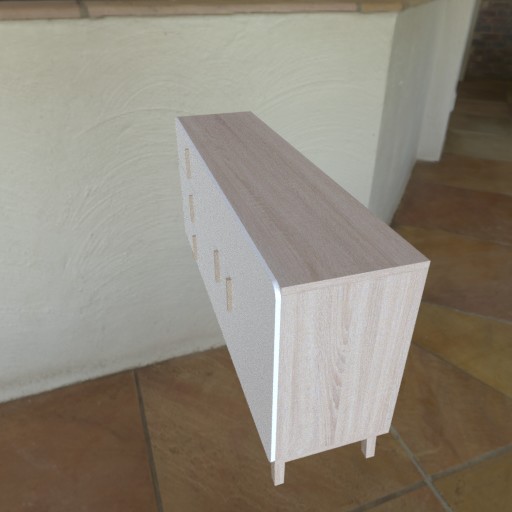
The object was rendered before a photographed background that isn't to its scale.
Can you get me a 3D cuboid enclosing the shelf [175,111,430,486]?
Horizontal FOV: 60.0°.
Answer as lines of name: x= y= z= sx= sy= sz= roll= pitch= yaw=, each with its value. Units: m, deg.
shelf: x=0.000 y=0.000 z=1.802 sx=0.400 sy=0.780 sz=1.490 roll=-9 pitch=33 yaw=-15
